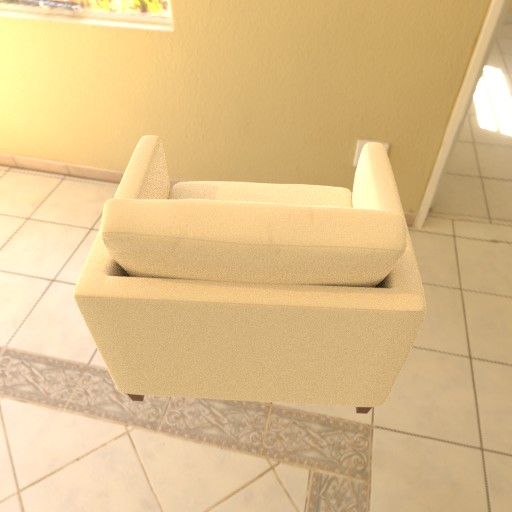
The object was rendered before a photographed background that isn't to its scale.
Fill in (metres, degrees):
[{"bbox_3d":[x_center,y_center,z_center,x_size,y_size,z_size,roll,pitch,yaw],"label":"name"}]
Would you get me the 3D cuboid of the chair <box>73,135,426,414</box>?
[{"bbox_3d":[0.000,0.000,1.694,1.019,0.885,0.878,2,46,2],"label":"chair"}]
